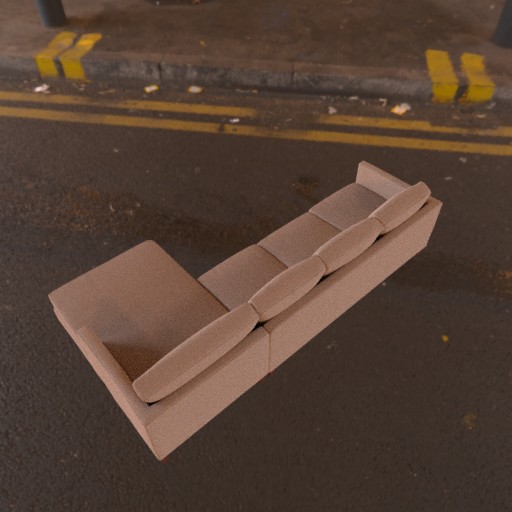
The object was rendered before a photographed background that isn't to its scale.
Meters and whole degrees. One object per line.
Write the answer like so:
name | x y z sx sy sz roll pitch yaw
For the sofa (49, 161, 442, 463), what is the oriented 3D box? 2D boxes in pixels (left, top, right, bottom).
sofa | 0.000 0.000 3.943 3.186 0.861 1.625 -32 54 -27
